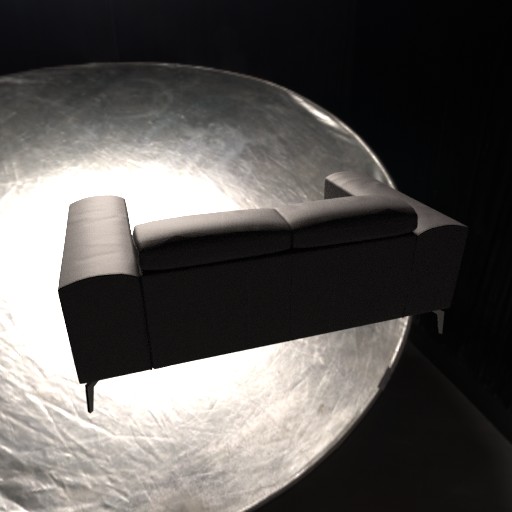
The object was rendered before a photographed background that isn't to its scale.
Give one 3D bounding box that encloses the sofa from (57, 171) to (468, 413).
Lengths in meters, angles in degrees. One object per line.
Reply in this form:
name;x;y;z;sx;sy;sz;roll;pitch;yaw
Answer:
sofa;0.000;0.000;2.410;1.895;0.779;1.003;-8;28;-16
